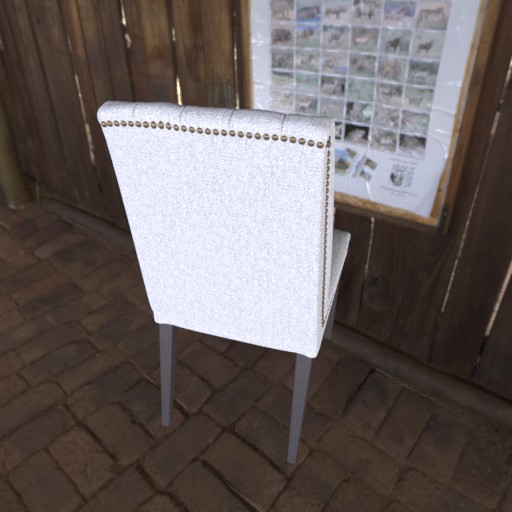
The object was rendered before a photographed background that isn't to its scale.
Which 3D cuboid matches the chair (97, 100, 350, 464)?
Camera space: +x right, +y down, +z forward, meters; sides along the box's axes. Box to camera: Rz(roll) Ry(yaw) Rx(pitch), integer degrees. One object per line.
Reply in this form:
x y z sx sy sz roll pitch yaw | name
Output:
0.000 0.000 1.347 0.511 1.016 0.647 10 34 15 | chair
